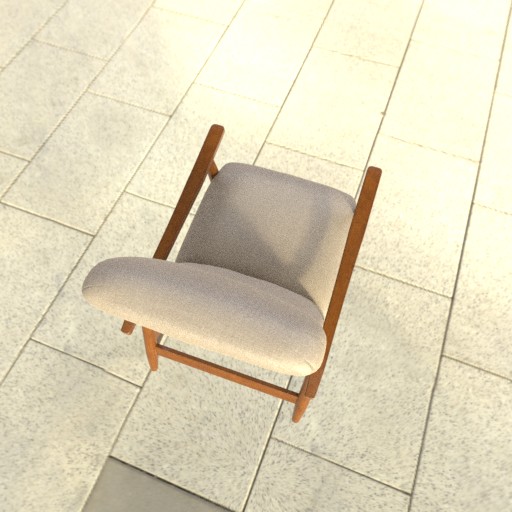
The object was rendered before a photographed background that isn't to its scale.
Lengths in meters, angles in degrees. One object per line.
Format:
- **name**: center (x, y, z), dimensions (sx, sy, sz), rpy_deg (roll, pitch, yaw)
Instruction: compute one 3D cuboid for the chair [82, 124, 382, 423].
- **chair**: center (0.000, 0.000, 1.760), dimensions (0.762, 1.082, 1.032), rpy_deg (17, 65, 8)
